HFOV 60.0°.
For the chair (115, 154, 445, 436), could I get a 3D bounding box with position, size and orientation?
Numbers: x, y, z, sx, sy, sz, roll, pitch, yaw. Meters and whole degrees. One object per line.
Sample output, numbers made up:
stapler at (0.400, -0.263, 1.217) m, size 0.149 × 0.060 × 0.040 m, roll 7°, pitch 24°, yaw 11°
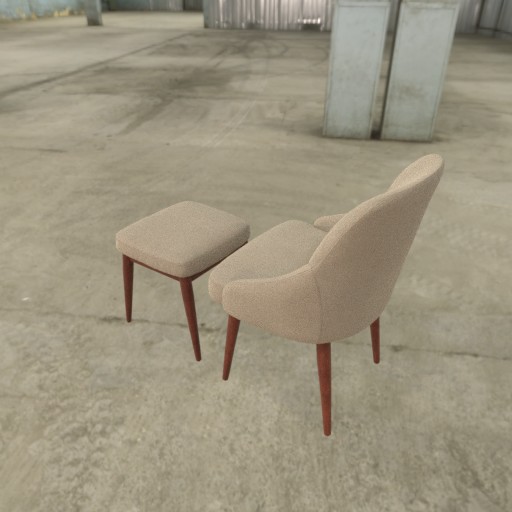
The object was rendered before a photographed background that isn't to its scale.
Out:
chair at (0.000, 0.000, 1.594) m, size 1.114 × 0.866 × 0.584 m, roll 20°, pitch 36°, yaw 30°
